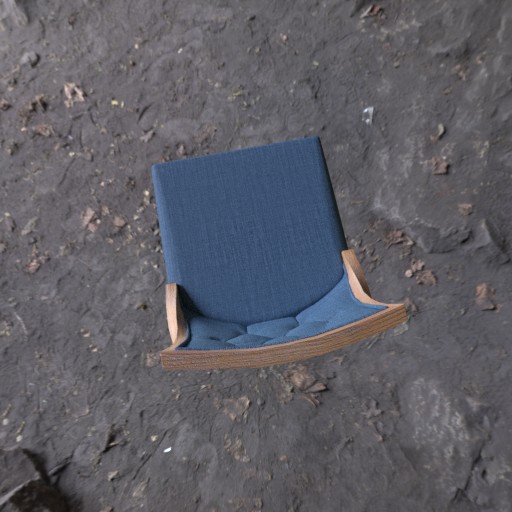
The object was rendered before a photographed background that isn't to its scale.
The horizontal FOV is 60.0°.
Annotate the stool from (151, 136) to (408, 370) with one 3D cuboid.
[{"bbox_3d":[0.000,0.000,1.286,0.524,0.938,0.626,-11,76,-3],"label":"stool"}]
